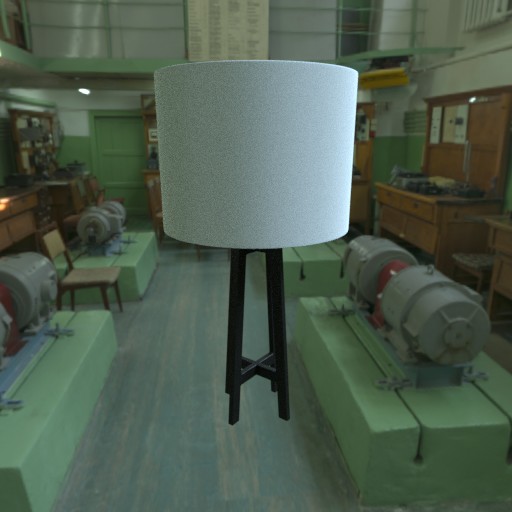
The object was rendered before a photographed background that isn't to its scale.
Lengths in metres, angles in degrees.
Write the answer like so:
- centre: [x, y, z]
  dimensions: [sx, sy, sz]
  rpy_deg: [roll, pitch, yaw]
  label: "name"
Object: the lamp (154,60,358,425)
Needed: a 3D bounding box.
- centre: [0.000, 0.000, 0.636]
  dimensions: [0.257, 0.489, 0.257]
  rpy_deg: [-2, 16, -7]
  label: "lamp"
